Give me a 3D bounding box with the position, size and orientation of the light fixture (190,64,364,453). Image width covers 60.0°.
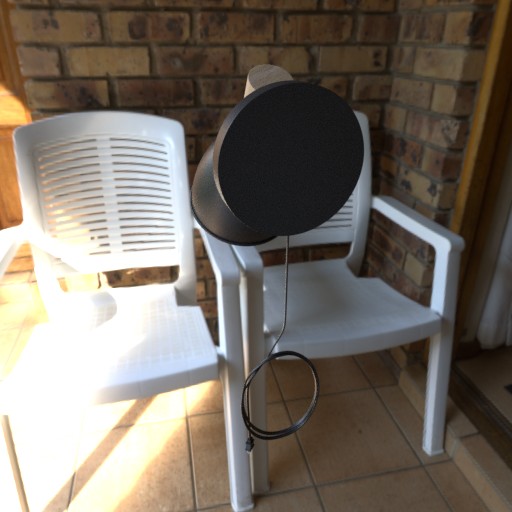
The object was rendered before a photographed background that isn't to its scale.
[{"bbox_3d":[0.000,0.000,0.502,0.127,0.401,0.203,-8,28,-16],"label":"light fixture"}]
